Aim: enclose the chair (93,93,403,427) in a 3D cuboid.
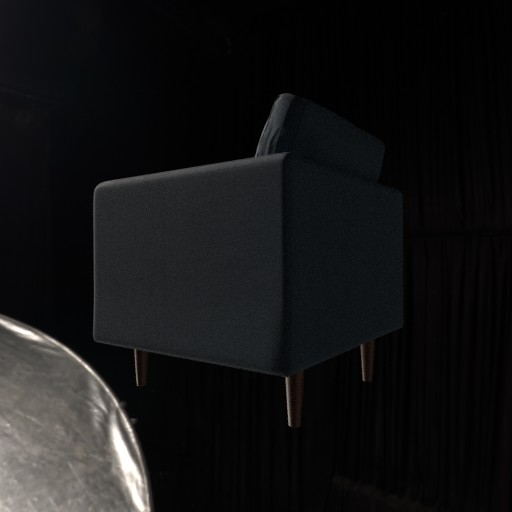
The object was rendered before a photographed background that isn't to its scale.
[{"bbox_3d":[0.000,0.000,1.609,0.820,0.922,0.855,0,1,36],"label":"chair"}]
